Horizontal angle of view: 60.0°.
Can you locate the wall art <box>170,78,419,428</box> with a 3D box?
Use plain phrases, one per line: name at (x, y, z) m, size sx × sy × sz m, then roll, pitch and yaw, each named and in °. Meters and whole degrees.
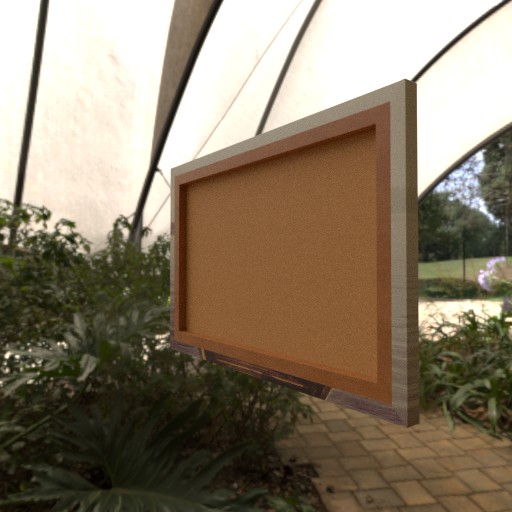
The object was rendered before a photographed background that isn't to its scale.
wall art at (0.000, 0.000, 1.145) m, size 0.037 × 0.609 × 0.916 m, roll 1°, pitch -1°, yaw -37°
